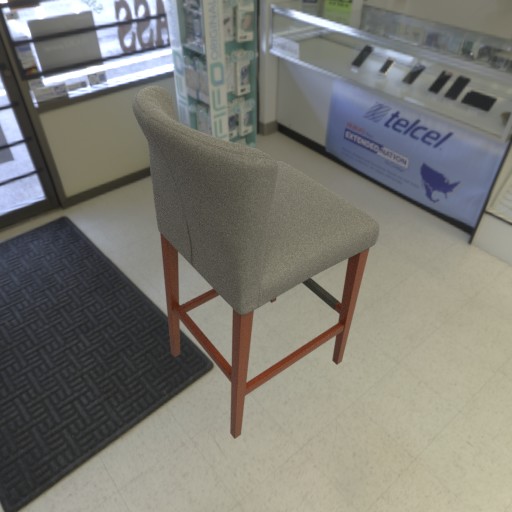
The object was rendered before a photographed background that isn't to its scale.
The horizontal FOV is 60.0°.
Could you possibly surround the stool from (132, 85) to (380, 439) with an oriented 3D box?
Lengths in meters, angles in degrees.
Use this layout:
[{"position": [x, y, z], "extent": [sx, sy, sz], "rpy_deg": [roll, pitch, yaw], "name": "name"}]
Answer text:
[{"position": [0.000, 0.000, 1.390], "extent": [0.568, 1.069, 0.481], "rpy_deg": [-26, 48, -27], "name": "stool"}]
